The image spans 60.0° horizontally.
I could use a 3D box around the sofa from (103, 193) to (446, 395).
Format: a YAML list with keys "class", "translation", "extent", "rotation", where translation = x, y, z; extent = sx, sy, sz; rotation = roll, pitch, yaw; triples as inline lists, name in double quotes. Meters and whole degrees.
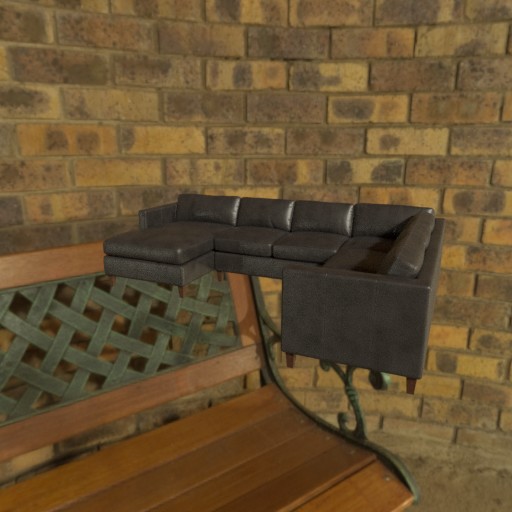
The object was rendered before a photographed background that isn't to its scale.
- class: "sofa"
  translation: [0.000, 0.000, 4.367]
  extent: [3.324, 0.891, 2.452]
  rotation: [7, 16, 23]
